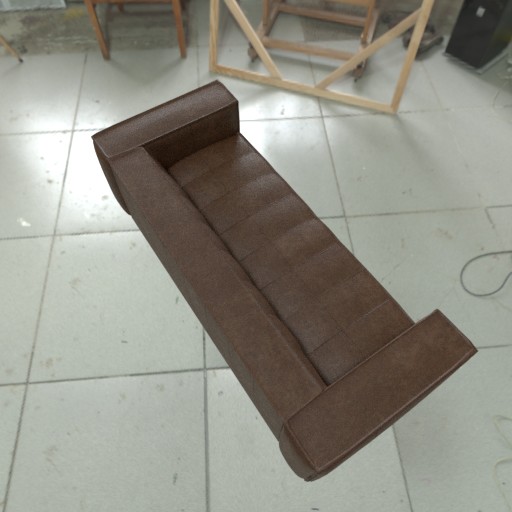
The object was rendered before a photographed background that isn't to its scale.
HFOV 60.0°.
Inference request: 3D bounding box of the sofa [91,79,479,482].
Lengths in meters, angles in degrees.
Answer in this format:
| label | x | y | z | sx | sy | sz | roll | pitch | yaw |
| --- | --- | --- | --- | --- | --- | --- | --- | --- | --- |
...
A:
| label | x | y | z | sx | sy | sz | roll | pitch | yaw |
| --- | --- | --- | --- | --- | --- | --- | --- | --- | --- |
| sofa | 0.000 | 0.000 | 2.935 | 1.102 | 0.701 | 2.581 | -30 | 64 | -17 |
